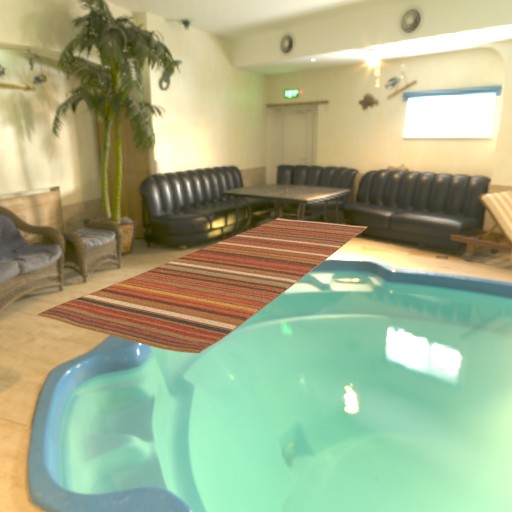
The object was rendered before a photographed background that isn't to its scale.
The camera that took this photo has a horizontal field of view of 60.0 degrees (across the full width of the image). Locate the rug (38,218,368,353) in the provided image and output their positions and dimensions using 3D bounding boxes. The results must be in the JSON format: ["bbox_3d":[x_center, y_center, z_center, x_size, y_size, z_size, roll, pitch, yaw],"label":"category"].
[{"bbox_3d":[0.000,0.000,2.693,0.799,0.030,2.444,8,17,26],"label":"rug"}]
